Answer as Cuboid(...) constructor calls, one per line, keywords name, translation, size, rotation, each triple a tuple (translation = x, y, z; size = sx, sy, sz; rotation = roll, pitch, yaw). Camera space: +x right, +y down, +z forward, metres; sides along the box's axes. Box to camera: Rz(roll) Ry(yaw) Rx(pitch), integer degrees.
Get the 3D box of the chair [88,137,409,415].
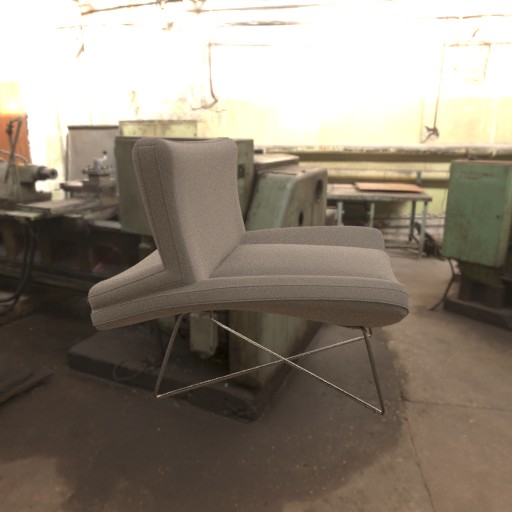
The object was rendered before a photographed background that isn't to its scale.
Cuboid(name="chair", translation=(0.000, 0.000, 1.651), size=(1.008, 0.855, 0.859), rotation=(3, 15, 10))
